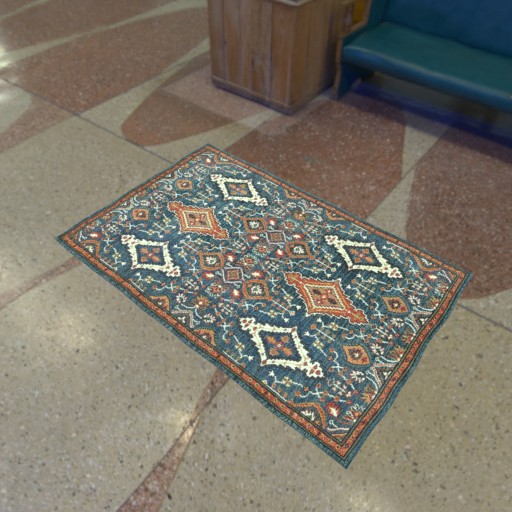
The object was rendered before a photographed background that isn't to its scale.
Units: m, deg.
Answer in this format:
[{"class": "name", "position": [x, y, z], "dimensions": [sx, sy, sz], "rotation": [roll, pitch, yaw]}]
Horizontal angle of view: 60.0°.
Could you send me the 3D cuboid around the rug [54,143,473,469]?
[{"class": "rug", "position": [0.000, 0.000, 4.182], "dimensions": [3.371, 0.008, 2.190], "rotation": [31, 55, 26]}]
